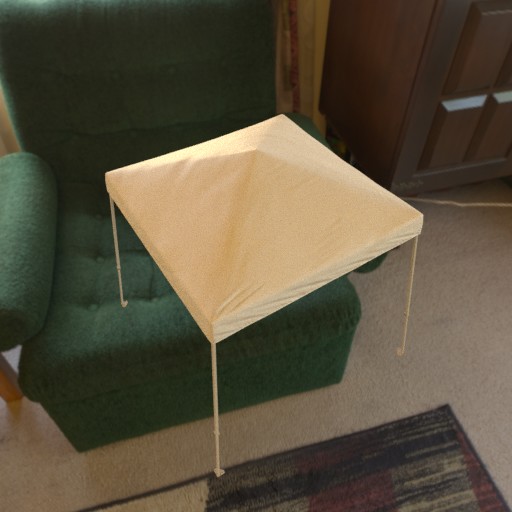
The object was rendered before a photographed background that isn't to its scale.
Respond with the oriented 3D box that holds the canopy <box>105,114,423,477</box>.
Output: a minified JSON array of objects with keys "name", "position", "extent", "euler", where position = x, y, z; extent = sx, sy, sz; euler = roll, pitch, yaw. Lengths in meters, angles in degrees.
[{"name":"canopy","position":[0.000,0.000,6.526],"extent":[3.600,3.600,3.599],"euler":[-25,51,-22]}]
